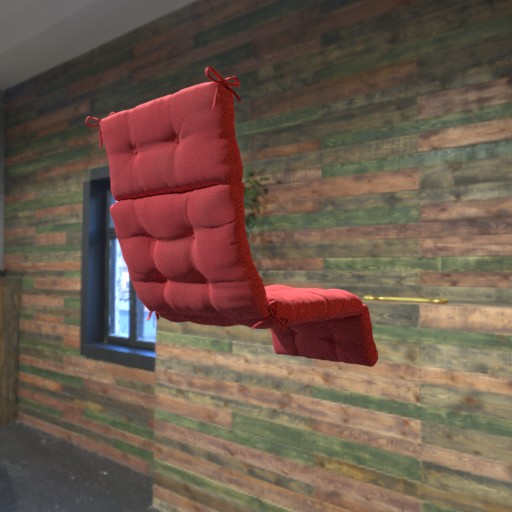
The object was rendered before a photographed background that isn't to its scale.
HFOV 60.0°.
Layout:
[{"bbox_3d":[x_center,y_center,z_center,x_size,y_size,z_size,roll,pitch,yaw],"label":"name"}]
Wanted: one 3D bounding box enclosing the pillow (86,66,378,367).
[{"bbox_3d":[0.000,0.000,1.545,0.526,0.863,1.016,-1,-2,37],"label":"pillow"}]
